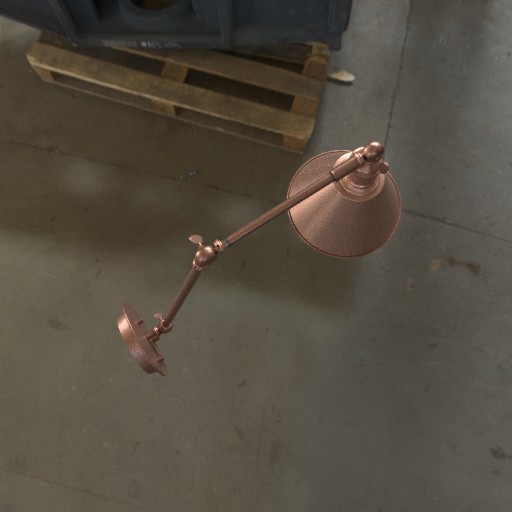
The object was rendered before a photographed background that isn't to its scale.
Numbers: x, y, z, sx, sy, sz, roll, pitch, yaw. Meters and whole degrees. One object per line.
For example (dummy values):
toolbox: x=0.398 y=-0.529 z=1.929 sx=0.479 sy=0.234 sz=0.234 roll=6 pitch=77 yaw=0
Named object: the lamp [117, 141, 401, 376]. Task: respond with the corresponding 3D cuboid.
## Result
lamp: x=0.000 y=0.000 z=0.858 sx=0.624 sy=0.502 sz=0.223 roll=-30 pitch=78 yaw=-7
